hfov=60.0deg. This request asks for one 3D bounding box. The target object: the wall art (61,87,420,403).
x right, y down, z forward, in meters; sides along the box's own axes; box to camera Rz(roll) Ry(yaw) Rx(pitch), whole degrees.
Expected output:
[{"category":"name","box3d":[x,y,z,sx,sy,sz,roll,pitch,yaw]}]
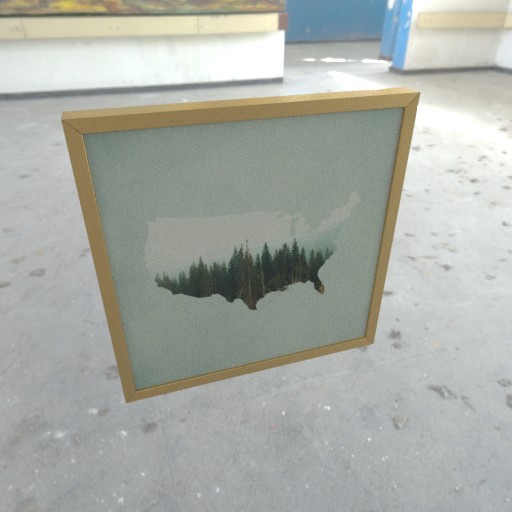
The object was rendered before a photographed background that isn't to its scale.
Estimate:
[{"category":"wall art","box3d":[0.000,0.000,0.753,0.509,0.509,0.040,-10,33,-15]}]
